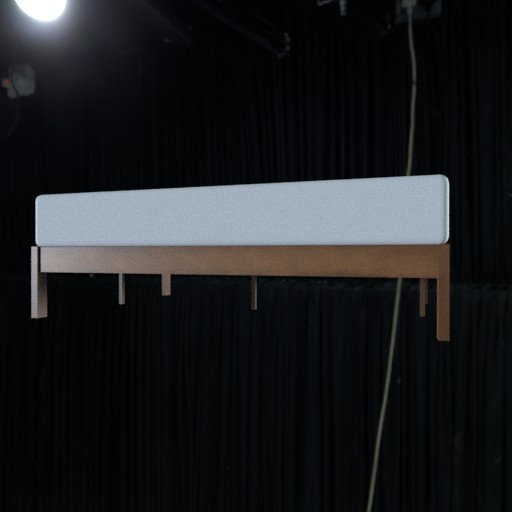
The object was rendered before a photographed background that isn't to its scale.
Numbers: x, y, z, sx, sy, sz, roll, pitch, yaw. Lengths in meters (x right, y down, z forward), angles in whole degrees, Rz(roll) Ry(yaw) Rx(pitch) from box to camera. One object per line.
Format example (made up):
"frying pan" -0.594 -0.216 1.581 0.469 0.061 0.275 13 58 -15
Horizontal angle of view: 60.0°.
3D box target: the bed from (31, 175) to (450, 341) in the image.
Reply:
"bed" 0.000 0.000 2.563 1.927 0.616 1.348 0 0 18
